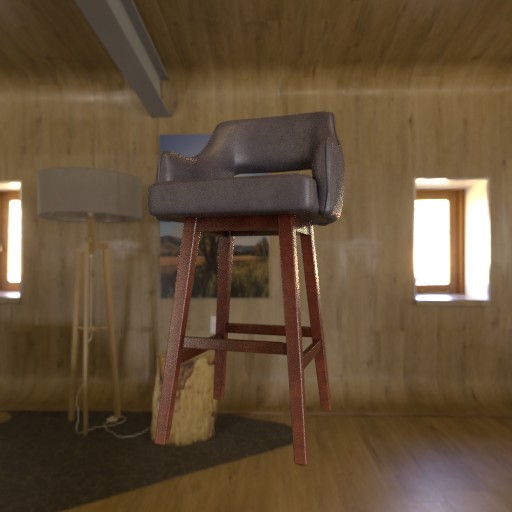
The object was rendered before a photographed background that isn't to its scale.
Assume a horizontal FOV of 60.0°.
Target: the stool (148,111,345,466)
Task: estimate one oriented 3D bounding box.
[{"bbox_3d":[0.000,0.000,1.400,0.550,1.041,0.560,0,0,18],"label":"stool"}]
